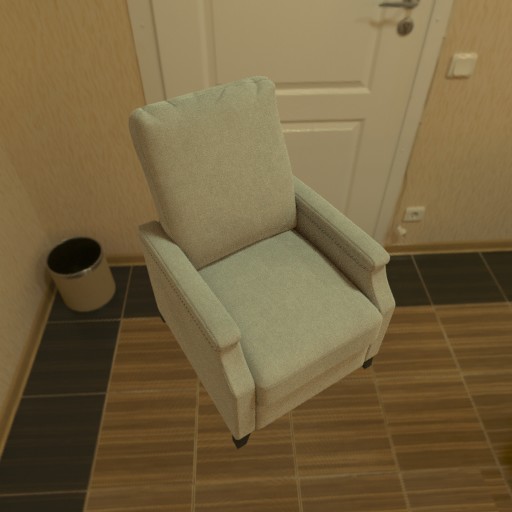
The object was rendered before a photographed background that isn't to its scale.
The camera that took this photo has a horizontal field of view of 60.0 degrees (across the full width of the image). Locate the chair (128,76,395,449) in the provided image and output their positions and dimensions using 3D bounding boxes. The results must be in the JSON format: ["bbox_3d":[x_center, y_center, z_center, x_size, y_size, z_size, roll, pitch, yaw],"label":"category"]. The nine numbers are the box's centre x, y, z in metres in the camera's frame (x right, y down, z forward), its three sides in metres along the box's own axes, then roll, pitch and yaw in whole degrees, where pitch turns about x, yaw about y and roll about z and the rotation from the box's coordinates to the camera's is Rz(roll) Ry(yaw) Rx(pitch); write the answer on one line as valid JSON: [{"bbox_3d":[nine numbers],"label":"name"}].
[{"bbox_3d":[0.000,0.000,1.709,0.710,1.049,0.922,-24,51,-22],"label":"chair"}]
